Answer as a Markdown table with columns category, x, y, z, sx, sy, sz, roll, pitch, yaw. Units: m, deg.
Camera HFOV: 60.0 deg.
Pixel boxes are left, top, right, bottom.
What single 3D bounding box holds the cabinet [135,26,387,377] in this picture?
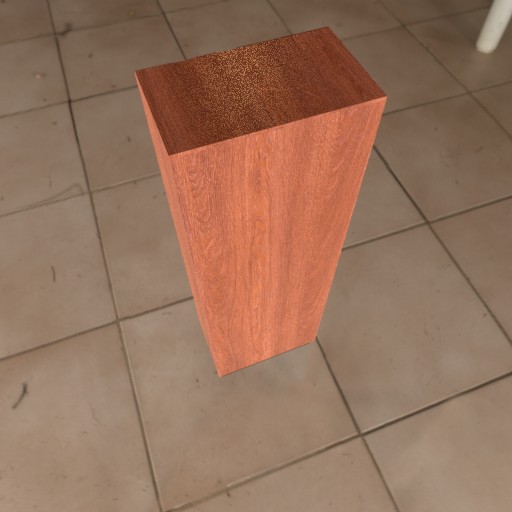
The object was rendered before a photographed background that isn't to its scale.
| category | x | y | z | sx | sy | sz | roll | pitch | yaw |
| --- | --- | --- | --- | --- | --- | --- | --- | --- | --- |
| cabinet | 0.000 | 0.000 | 2.171 | 0.660 | 1.980 | 0.420 | -18 | 59 | -11 |
